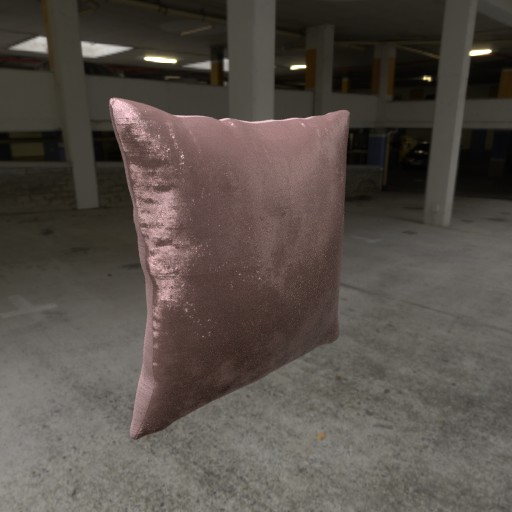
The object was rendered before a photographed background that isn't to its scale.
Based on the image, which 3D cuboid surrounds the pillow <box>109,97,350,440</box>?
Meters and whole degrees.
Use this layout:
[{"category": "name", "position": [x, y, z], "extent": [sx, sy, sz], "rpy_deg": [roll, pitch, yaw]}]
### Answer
[{"category": "pillow", "position": [0.000, 0.000, 0.714], "extent": [0.470, 0.464, 0.175], "rpy_deg": [-16, 23, -42]}]
